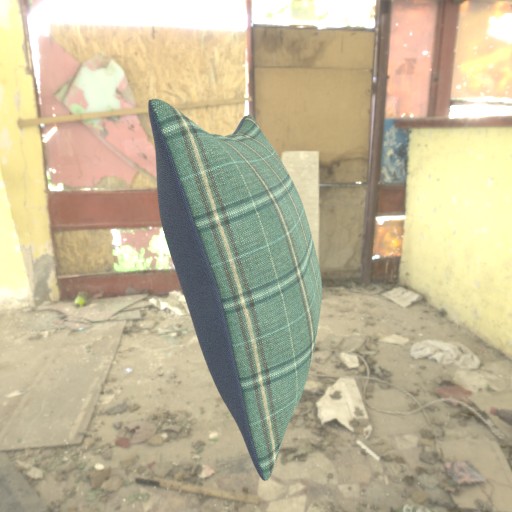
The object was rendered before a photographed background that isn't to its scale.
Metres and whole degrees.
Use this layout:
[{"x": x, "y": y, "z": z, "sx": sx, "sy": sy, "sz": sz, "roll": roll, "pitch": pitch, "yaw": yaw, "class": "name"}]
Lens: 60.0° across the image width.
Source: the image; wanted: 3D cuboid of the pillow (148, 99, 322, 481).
[{"x": 0.000, "y": 0.000, "z": 0.678, "sx": 0.200, "sy": 0.430, "sz": 0.453, "roll": 3, "pitch": 16, "yaw": 10, "class": "pillow"}]
